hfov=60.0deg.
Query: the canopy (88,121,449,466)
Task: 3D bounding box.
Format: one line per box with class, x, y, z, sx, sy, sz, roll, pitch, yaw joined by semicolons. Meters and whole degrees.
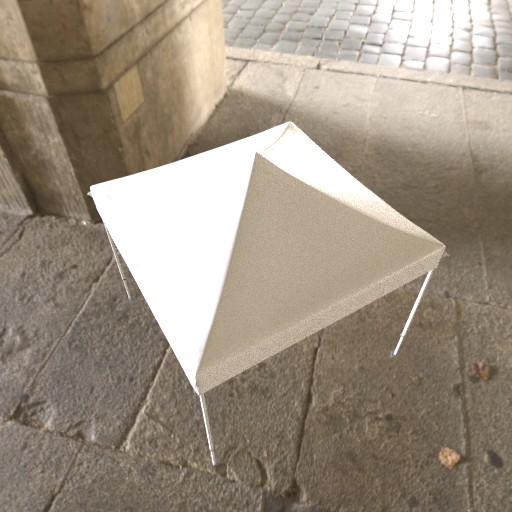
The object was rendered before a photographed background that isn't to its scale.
canopy;0.000;0.000;5.462;2.996;2.998;2.994;-24;51;-21
